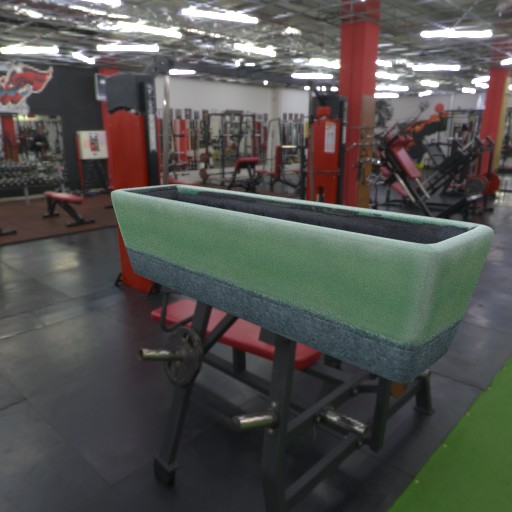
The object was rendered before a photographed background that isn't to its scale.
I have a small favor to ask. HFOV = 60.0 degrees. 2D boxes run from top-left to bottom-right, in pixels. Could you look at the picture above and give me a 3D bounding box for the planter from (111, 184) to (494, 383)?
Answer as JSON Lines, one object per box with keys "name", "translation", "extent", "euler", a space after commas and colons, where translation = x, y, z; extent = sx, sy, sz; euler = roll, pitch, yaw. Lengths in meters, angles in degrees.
{"name": "planter", "translation": [0.000, 0.000, 0.301], "extent": [0.072, 0.072, 0.275], "euler": [-15, 21, -43]}
